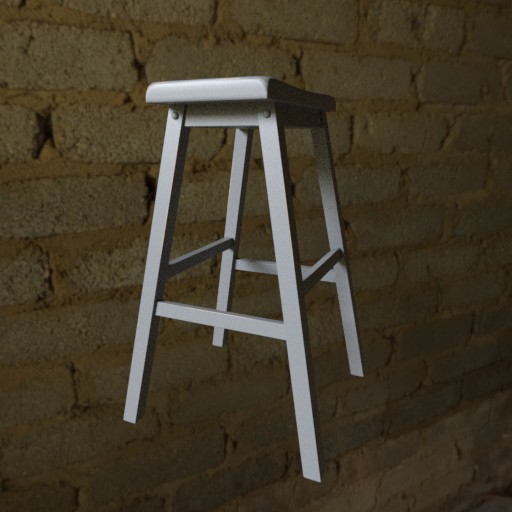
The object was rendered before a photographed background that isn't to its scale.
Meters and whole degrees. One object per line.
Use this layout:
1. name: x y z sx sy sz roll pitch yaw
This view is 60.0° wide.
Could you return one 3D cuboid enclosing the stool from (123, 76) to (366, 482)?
1. stool: 0.000 0.000 1.049 0.476 0.737 0.457 7 17 23
